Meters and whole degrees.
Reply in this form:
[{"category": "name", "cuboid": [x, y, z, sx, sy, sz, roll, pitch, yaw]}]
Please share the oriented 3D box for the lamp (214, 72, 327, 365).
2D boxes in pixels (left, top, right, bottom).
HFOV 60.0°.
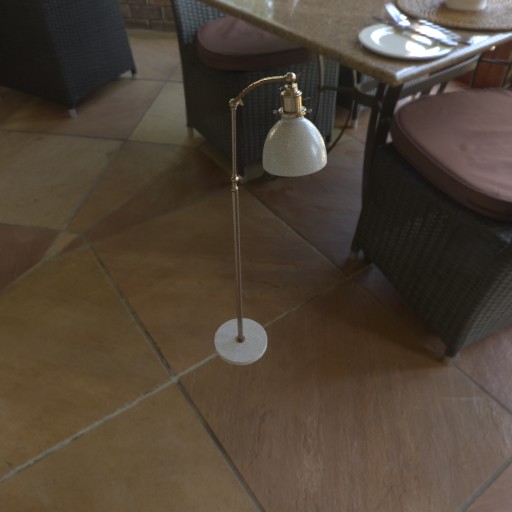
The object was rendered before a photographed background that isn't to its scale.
[{"category": "lamp", "cuboid": [0.000, 0.000, 1.788, 0.288, 1.586, 0.599, -24, 49, -22]}]
